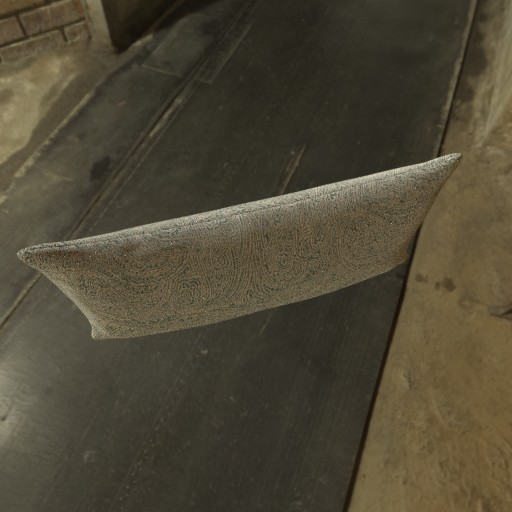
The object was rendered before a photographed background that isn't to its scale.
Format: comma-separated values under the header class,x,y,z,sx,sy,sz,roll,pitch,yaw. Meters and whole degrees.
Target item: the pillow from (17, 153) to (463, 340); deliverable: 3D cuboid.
class,x,y,z,sx,sy,sz,roll,pitch,yaw
pillow,0.000,0.000,0.715,0.615,0.295,0.151,-14,60,-8
